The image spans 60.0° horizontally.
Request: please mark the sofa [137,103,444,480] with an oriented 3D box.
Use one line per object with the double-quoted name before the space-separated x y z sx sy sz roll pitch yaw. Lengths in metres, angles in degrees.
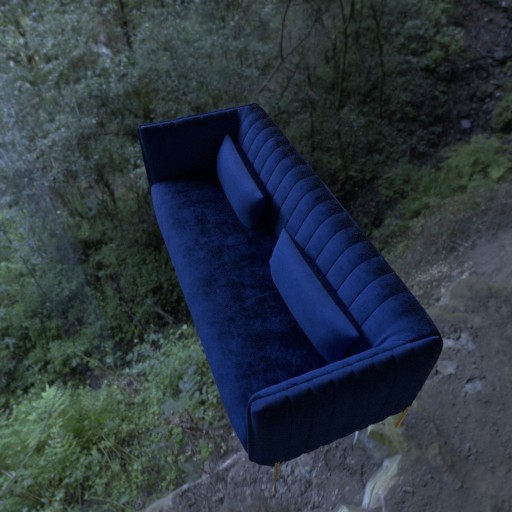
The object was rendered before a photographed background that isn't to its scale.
"sofa" 0.000 0.000 2.579 0.896 0.793 2.136 -16 49 -15
